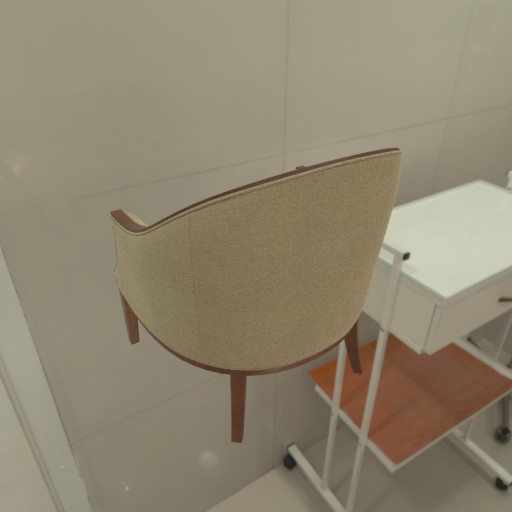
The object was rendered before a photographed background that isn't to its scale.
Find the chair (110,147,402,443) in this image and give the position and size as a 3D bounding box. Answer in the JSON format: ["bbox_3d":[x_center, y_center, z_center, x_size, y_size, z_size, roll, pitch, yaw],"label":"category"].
[{"bbox_3d":[0.000,0.000,1.485,0.803,0.876,0.735,-19,36,-28],"label":"chair"}]
